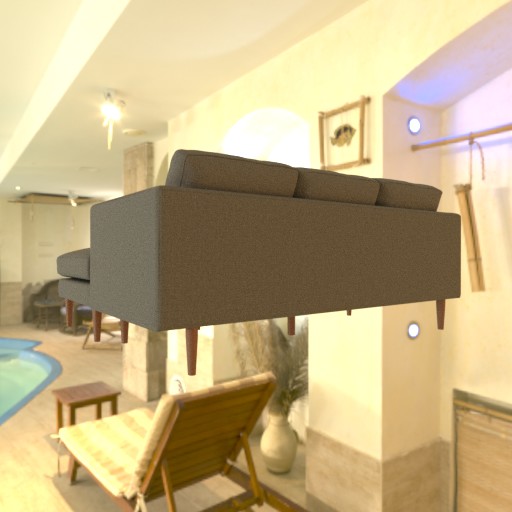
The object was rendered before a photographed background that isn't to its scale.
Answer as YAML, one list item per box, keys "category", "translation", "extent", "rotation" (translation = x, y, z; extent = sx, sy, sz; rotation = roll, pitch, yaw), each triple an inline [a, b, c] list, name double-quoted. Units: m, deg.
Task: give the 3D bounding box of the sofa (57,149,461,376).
- category: "sofa"
  translation: [0.000, 0.000, 2.805]
  extent: [2.031, 0.897, 1.591]
  rotation: [0, 1, -36]
